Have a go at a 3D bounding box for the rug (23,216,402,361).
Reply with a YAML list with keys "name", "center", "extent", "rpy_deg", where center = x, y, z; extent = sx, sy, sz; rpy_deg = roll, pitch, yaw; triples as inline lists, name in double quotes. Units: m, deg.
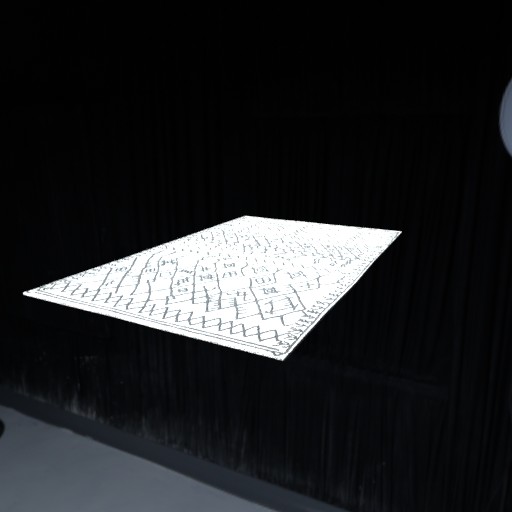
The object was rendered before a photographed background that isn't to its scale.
- name: "rug"
  center: [0.000, 0.000, 3.061]
  extent: [1.530, 0.012, 2.444]
  rpy_deg: [8, 18, 26]
